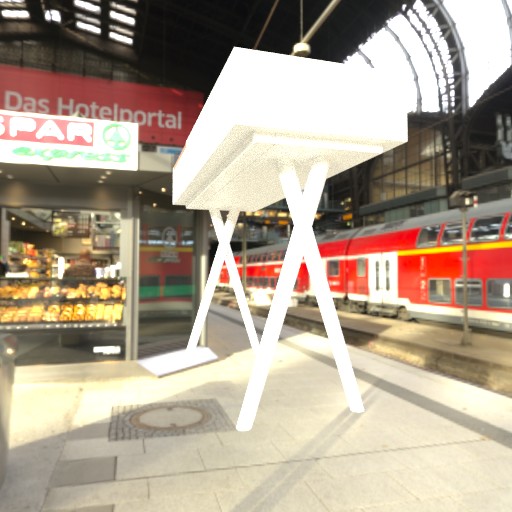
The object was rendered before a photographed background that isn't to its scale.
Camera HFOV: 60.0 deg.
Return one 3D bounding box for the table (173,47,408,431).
[{"bbox_3d":[0.000,0.000,1.433,0.418,0.785,1.066,1,-2,-17],"label":"table"}]
